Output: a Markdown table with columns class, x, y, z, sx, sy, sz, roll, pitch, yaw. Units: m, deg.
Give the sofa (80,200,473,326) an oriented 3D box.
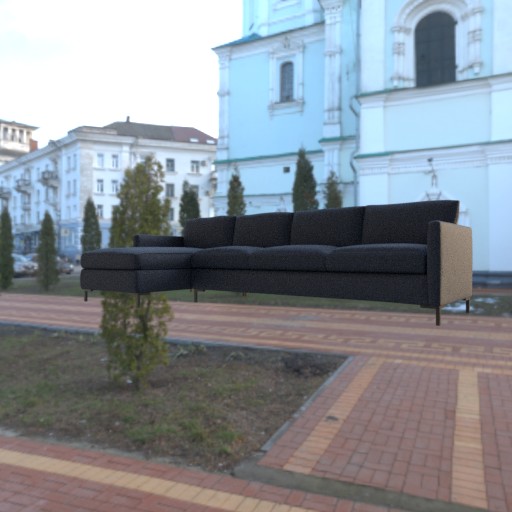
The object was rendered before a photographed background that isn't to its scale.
| class | x | y | z | sx | sy | sz | roll | pitch | yaw |
| --- | --- | --- | --- | --- | --- | --- | --- | --- | --- |
| sofa | 0.000 | 0.000 | 2.938 | 2.445 | 0.673 | 1.125 | 0 | 0 | 38 |
